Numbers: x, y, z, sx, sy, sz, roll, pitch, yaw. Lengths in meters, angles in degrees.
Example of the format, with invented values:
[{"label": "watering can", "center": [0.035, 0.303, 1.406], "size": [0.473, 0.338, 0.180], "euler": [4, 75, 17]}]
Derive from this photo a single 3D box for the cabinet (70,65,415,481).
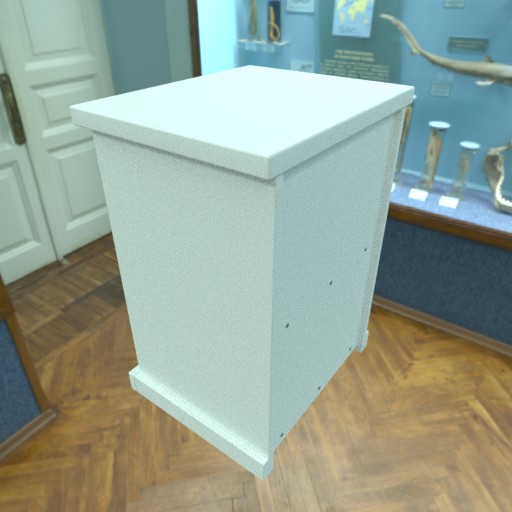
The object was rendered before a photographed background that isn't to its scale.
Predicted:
[{"label": "cabinet", "center": [0.000, 0.000, 1.035], "size": [0.431, 0.723, 0.520], "euler": [22, 38, 30]}]
